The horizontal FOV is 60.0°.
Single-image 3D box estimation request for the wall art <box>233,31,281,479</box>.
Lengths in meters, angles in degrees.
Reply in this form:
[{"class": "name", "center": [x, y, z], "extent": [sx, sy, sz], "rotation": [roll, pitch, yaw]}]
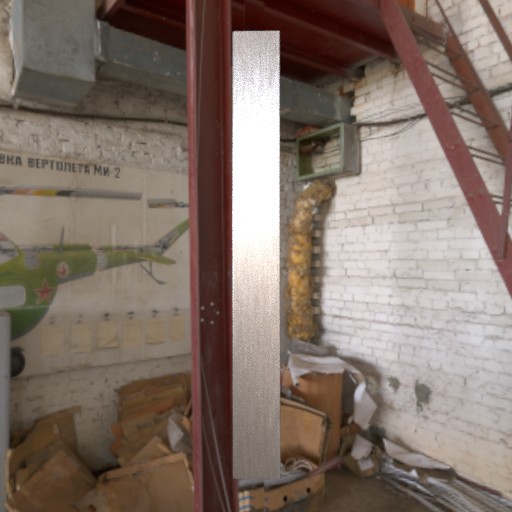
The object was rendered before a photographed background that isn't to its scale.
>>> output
[{"class": "wall art", "center": [0.000, 0.000, 0.521], "extent": [0.038, 0.350, 0.350], "rotation": [0, -1, 0]}]
